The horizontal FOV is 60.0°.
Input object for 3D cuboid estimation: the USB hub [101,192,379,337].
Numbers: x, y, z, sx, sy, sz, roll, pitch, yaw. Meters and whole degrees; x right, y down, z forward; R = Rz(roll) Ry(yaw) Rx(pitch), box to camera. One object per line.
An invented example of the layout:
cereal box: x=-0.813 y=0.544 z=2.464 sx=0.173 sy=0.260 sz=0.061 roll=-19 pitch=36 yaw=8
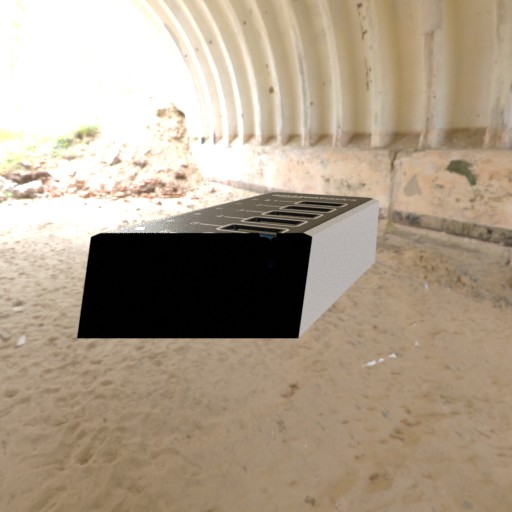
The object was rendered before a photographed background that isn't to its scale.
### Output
USB hub: x=0.000 y=0.000 z=0.125 sx=0.044 sy=0.023 sz=0.110 roll=8 pitch=17 yaw=27
